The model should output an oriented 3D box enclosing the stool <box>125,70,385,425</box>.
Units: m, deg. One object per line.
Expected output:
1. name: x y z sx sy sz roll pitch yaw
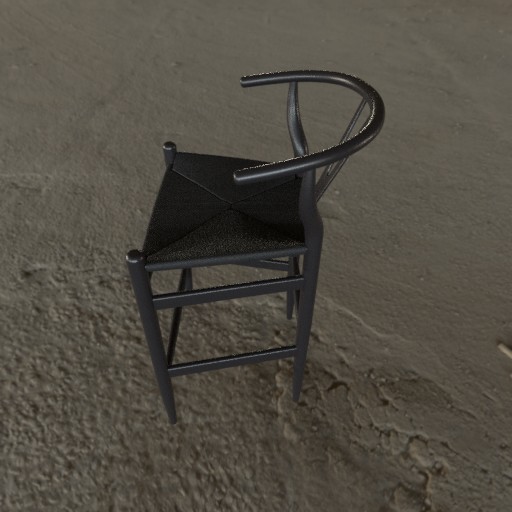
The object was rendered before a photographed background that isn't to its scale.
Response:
1. stool: 0.000 0.000 1.326 0.579 0.970 0.569 0 41 0
